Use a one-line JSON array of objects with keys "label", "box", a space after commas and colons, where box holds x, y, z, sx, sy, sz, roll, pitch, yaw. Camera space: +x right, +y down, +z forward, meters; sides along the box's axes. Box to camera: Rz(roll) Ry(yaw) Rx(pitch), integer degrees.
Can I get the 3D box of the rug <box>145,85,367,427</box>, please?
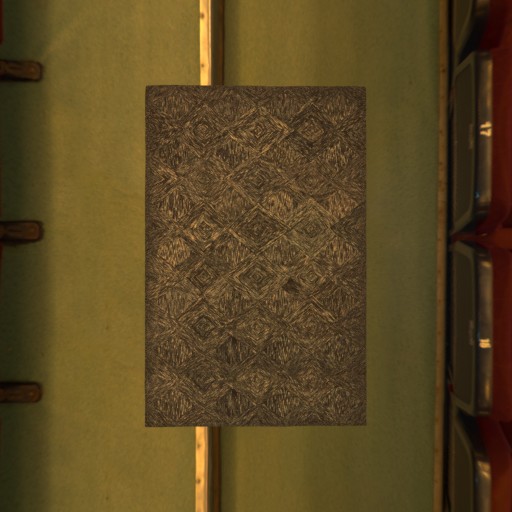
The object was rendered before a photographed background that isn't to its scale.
[{"label": "rug", "box": [0.000, 0.000, 2.277, 1.139, 0.010, 1.754, 0, 90, -1]}]
